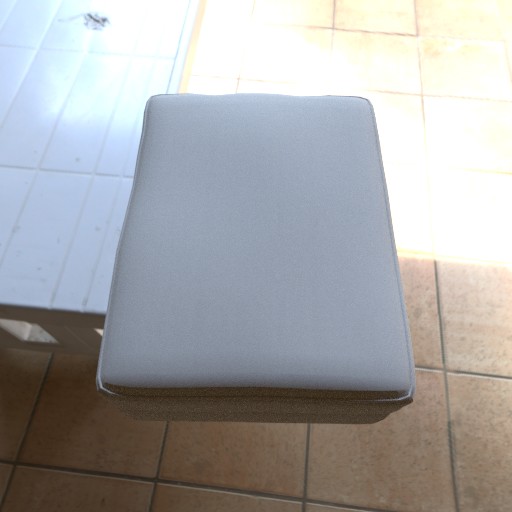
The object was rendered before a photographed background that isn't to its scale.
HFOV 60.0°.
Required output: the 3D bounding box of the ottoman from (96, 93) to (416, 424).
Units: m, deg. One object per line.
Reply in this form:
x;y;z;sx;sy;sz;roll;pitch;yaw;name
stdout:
0.000;0.000;1.173;0.634;0.479;0.818;1;62;0;ottoman
